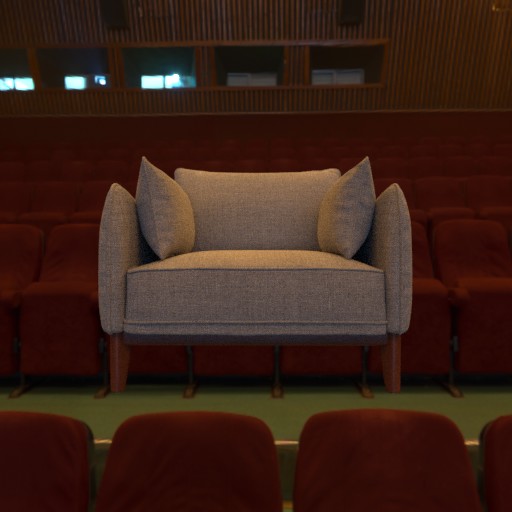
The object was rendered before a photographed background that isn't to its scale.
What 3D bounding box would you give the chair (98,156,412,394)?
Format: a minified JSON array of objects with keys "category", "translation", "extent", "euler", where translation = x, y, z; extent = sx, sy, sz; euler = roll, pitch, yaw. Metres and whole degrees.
[{"category":"chair","translation":[0.000,0.000,1.784],"extent":[0.993,0.839,0.976],"euler":[0,1,0]}]
